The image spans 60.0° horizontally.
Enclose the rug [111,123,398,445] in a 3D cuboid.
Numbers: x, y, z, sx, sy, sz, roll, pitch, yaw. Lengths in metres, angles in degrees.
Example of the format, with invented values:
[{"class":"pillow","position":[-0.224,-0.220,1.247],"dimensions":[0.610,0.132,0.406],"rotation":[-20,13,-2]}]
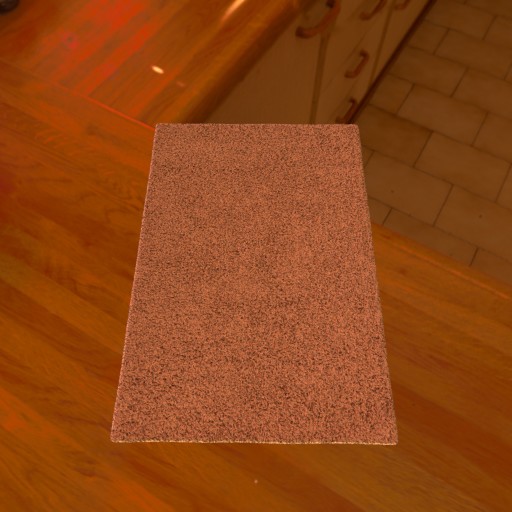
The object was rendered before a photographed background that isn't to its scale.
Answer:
[{"class":"rug","position":[0.000,0.000,2.277],"dimensions":[1.219,0.030,1.778],"rotation":[0,63,0]}]
